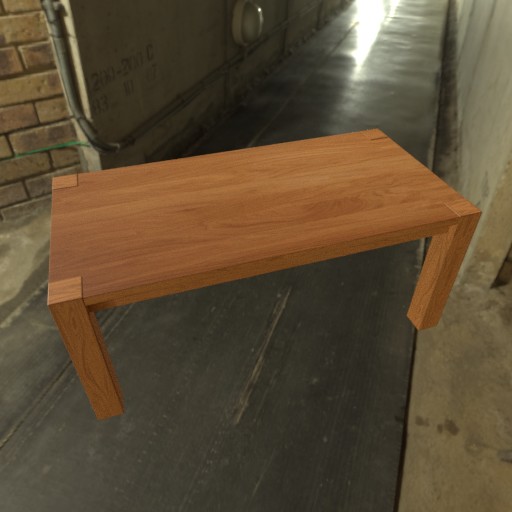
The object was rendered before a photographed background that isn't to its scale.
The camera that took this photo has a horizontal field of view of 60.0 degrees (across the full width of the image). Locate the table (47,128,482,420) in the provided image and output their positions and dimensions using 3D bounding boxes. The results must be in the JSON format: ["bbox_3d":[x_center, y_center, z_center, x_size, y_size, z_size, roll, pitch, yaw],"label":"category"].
[{"bbox_3d":[0.000,0.000,2.304,1.800,0.760,0.900,-12,42,-14],"label":"table"}]
